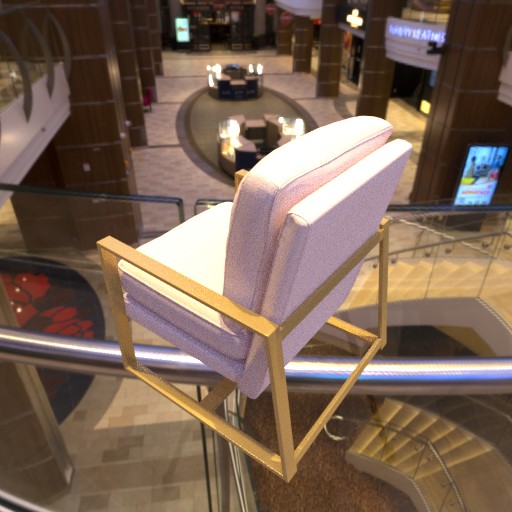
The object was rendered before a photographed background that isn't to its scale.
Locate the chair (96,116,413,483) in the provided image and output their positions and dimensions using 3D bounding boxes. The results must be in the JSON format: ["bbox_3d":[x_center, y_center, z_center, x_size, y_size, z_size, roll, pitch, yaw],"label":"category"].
[{"bbox_3d":[0.000,0.000,1.557,0.813,0.956,0.758,22,39,30],"label":"chair"}]
